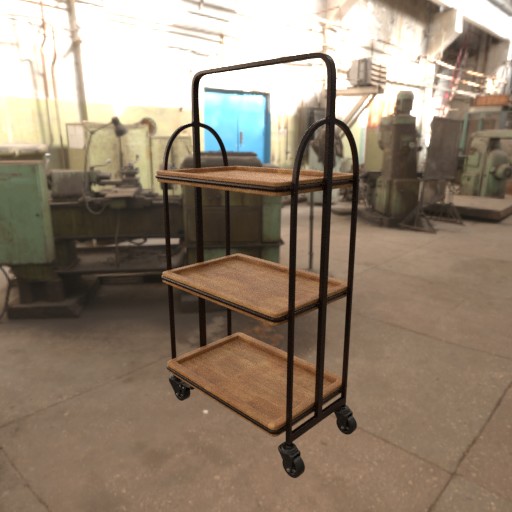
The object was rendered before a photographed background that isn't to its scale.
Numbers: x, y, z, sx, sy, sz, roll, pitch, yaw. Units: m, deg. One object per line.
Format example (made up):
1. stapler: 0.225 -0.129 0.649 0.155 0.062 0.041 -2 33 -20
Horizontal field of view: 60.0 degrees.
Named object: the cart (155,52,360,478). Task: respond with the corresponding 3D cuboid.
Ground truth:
1. cart: 0.000 0.000 1.235 0.553 1.001 0.327 15 21 43
